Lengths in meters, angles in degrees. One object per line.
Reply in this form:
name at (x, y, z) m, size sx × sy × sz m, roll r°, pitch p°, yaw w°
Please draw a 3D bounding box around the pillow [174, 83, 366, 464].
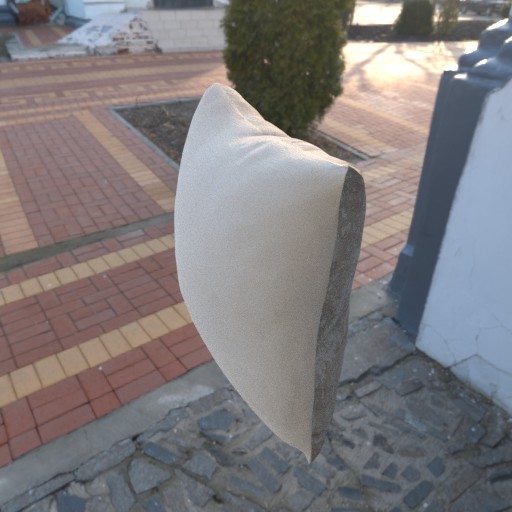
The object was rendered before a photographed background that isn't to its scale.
pillow at (0.000, 0.000, 0.701) m, size 0.245 × 0.448 × 0.450 m, roll -10°, pitch 33°, yaw -16°
